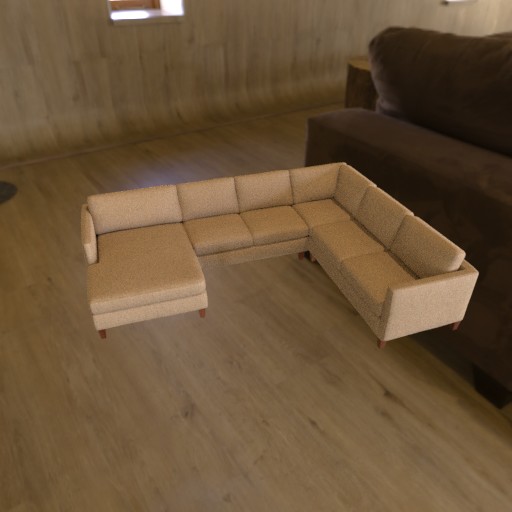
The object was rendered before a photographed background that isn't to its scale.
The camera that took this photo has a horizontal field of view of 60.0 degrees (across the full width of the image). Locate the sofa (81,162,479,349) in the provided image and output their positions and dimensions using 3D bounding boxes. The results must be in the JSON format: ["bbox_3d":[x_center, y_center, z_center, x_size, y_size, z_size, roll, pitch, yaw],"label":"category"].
[{"bbox_3d":[0.000,0.000,4.624,3.403,0.889,2.551,-10,35,-15],"label":"sofa"}]
